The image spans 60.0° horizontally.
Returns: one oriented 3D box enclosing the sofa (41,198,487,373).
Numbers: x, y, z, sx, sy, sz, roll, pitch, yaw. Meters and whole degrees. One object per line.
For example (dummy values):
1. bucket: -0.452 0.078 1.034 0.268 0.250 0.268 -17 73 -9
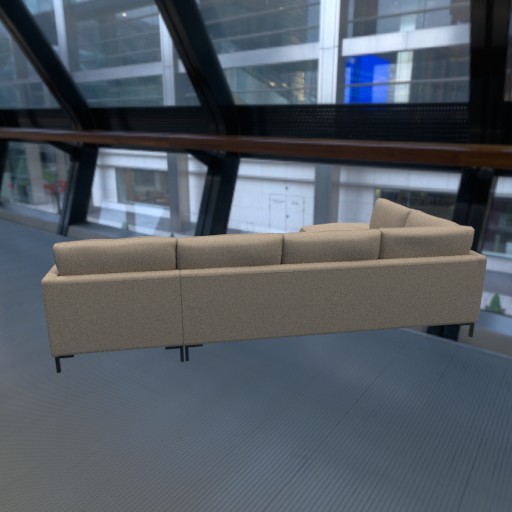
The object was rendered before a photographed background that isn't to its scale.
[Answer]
1. sofa: 0.000 0.000 3.529 2.737 0.756 1.879 -3 16 -10
